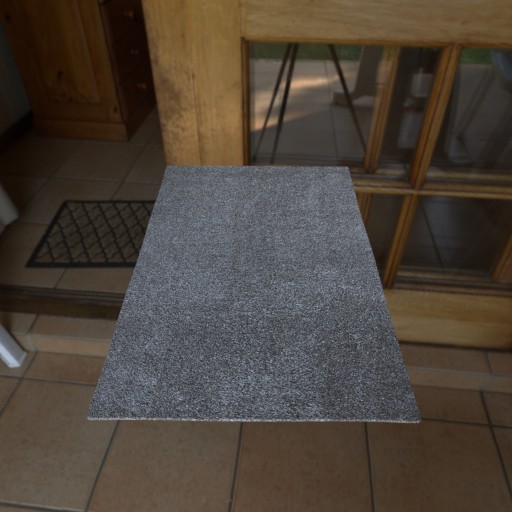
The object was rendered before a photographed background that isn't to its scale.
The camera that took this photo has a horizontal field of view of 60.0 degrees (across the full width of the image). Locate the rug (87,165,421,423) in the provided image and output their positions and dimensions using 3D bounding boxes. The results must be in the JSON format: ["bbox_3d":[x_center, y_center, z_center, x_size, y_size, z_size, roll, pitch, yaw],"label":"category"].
[{"bbox_3d":[0.000,0.000,3.400,1.802,0.026,2.699,0,41,0],"label":"rug"}]
